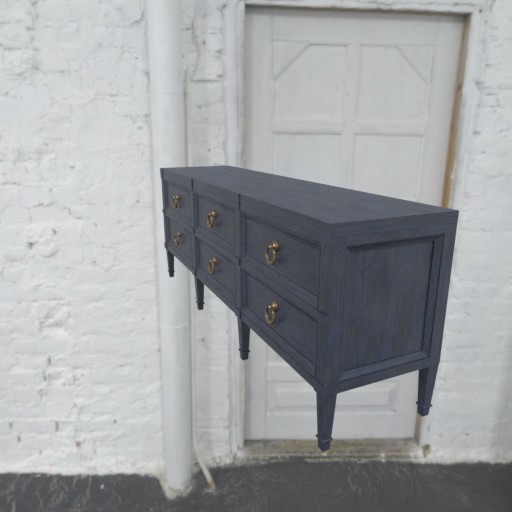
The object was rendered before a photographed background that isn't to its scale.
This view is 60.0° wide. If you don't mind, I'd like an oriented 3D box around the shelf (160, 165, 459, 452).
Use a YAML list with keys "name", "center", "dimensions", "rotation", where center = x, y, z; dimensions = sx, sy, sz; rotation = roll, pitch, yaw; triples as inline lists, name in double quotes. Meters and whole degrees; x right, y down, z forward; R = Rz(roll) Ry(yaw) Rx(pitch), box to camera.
- name: "shelf"
  center: [0.000, 0.000, 2.153]
  dimensions: [0.471, 0.715, 1.878]
  rotation: [-7, 18, -24]
